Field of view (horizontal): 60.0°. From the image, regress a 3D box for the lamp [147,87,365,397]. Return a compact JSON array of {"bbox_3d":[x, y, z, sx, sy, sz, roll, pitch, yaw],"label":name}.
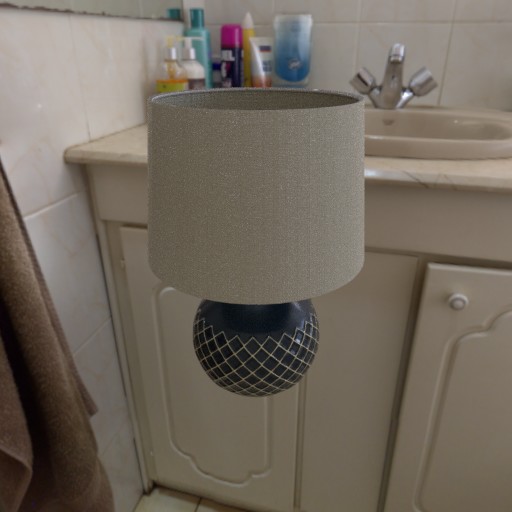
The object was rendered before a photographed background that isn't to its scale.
[{"bbox_3d":[0.000,0.000,0.793,0.376,0.540,0.376,0,25,0],"label":"lamp"}]
